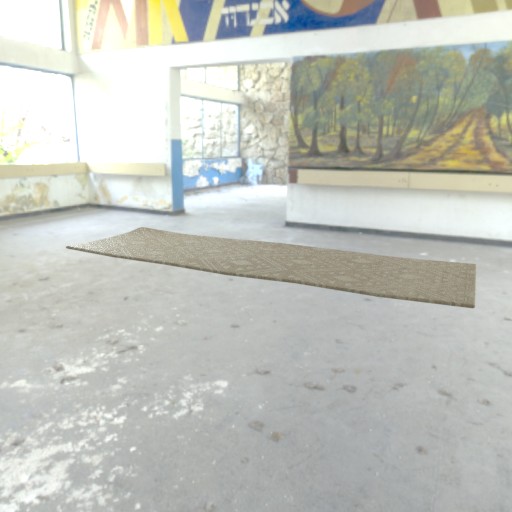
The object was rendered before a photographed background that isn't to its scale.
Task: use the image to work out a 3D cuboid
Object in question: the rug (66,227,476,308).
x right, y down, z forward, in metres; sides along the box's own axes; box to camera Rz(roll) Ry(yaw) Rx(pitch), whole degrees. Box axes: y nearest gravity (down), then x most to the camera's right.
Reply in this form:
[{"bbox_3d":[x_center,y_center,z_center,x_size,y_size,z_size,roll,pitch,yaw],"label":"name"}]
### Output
[{"bbox_3d":[0.000,0.000,2.742,2.452,0.051,0.752,7,16,25],"label":"rug"}]
